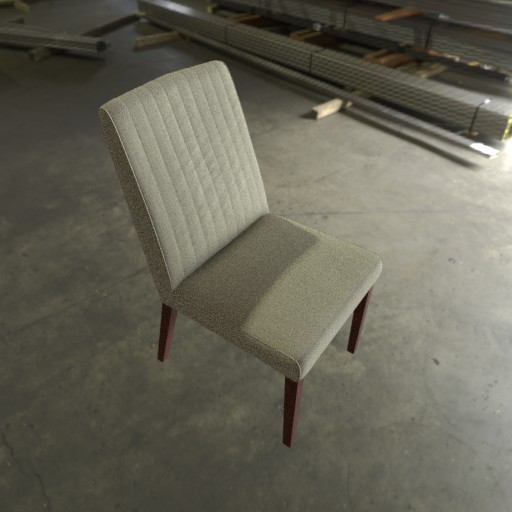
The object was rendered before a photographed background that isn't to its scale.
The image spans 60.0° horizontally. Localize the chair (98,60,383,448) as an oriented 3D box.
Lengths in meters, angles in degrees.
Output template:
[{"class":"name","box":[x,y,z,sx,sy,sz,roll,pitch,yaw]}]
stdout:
[{"class":"chair","box":[0.000,0.000,1.264,0.594,0.900,0.480,25,46,26]}]
